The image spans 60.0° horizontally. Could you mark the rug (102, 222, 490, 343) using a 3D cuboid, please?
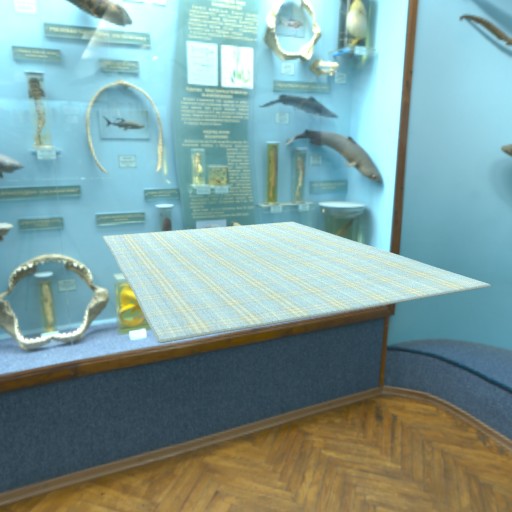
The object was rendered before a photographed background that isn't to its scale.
[{"bbox_3d":[0.000,0.000,4.151,2.462,0.030,3.066,-6,15,-23],"label":"rug"}]
